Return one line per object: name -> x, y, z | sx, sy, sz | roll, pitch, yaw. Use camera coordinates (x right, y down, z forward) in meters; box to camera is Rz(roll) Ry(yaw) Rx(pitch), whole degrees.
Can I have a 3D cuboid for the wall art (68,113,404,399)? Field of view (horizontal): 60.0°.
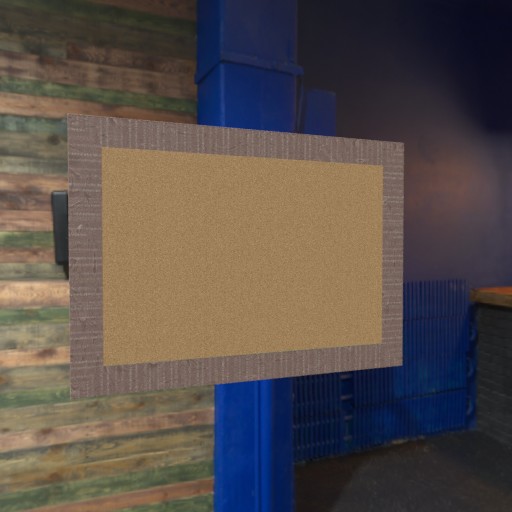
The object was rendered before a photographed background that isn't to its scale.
wall art -> 0.000, 0.000, 1.356 | 1.056, 0.761, 0.020 | 0, 1, -19
